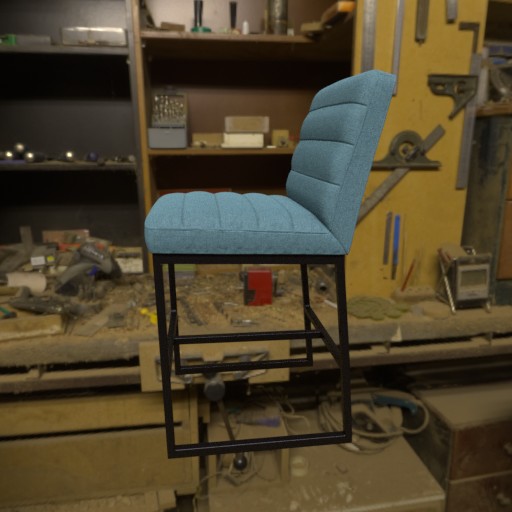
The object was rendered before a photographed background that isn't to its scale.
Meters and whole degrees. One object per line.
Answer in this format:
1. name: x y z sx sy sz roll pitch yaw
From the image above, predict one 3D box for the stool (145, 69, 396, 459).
1. stool: 0.000 0.000 1.250 0.560 0.940 0.460 -2 15 -7
